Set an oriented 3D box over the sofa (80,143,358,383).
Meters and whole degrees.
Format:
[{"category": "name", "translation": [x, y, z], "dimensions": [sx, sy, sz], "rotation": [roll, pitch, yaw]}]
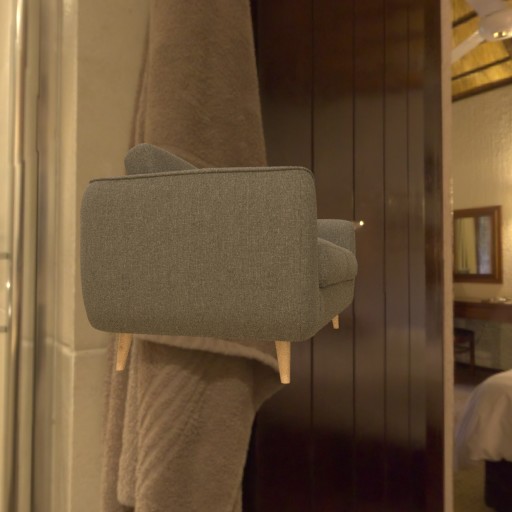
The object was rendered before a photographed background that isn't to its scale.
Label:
[{"category": "sofa", "translation": [0.000, 0.000, 2.218], "dimensions": [0.920, 0.870, 1.700], "rotation": [-1, -2, 17]}]
